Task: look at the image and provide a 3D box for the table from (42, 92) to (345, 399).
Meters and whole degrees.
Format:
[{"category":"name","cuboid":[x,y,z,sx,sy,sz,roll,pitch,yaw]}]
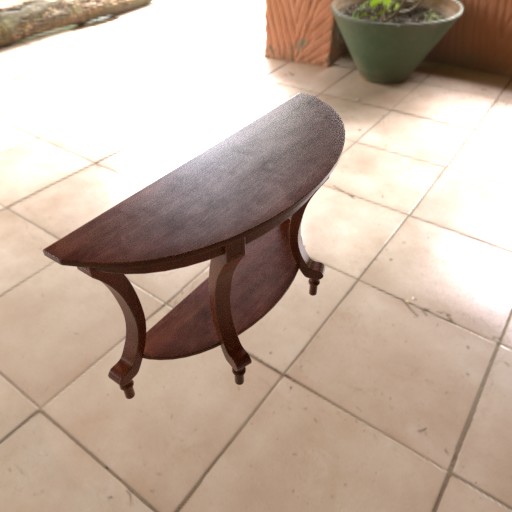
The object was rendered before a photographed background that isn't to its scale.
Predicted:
[{"category":"table","cuboid":[0.000,0.000,1.559,0.394,0.699,1.198,25,47,25]}]
